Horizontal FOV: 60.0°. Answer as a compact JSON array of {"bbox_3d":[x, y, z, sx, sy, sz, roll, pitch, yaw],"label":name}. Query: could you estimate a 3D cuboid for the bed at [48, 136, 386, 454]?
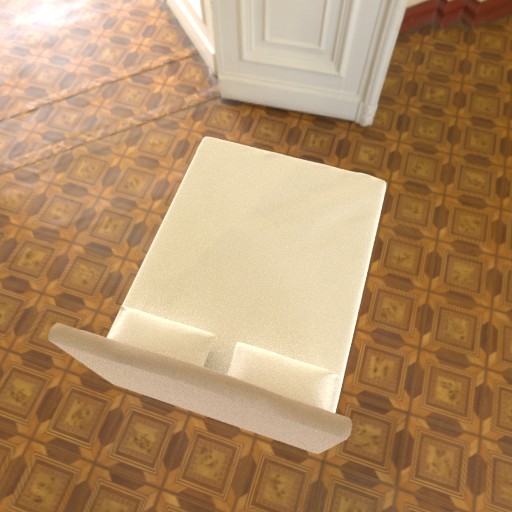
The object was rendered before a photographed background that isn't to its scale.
[{"bbox_3d":[0.000,0.000,3.368,1.821,1.436,2.282,16,64,8],"label":"bed"}]
